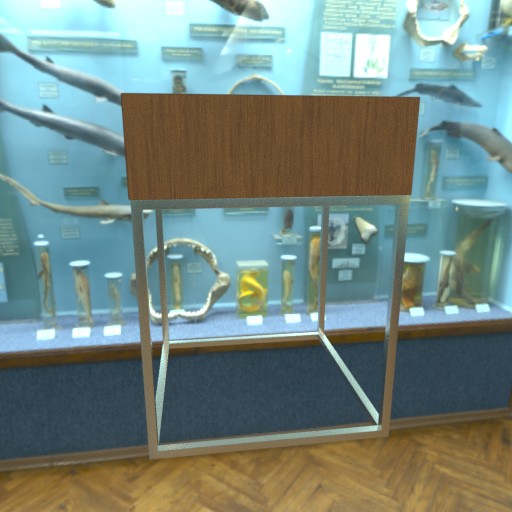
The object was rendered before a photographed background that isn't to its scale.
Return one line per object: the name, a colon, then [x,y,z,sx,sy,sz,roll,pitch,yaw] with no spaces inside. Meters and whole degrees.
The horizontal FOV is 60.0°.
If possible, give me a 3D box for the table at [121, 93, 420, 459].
table: [0.000,0.000,0.839,0.398,0.540,0.397,-2,15,-8]
